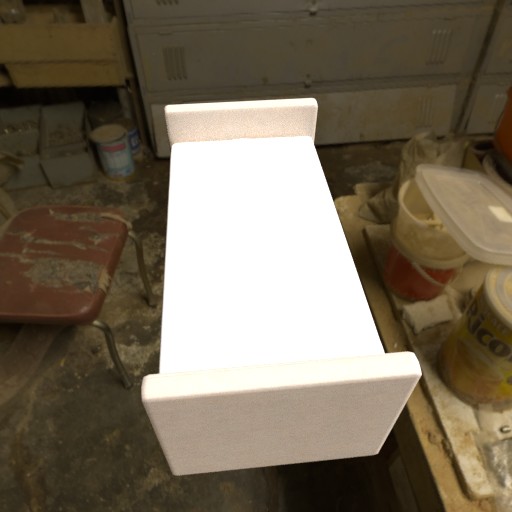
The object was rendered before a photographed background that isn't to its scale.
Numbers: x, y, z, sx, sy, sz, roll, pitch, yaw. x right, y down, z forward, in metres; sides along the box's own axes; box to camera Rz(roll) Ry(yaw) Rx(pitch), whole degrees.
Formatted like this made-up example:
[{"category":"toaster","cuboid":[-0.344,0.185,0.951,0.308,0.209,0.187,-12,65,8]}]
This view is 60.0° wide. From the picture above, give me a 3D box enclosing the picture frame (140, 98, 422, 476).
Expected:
[{"category":"picture frame","cuboid":[0.000,0.000,2.691,1.069,0.891,2.161,-4,47,-4]}]
